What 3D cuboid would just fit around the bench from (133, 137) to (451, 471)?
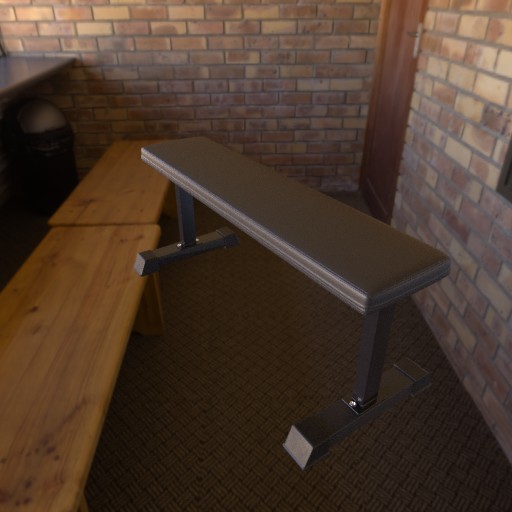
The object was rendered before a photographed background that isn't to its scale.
[{"bbox_3d":[0.000,0.000,1.317,0.439,0.453,1.072,-19,36,-29],"label":"bench"}]
